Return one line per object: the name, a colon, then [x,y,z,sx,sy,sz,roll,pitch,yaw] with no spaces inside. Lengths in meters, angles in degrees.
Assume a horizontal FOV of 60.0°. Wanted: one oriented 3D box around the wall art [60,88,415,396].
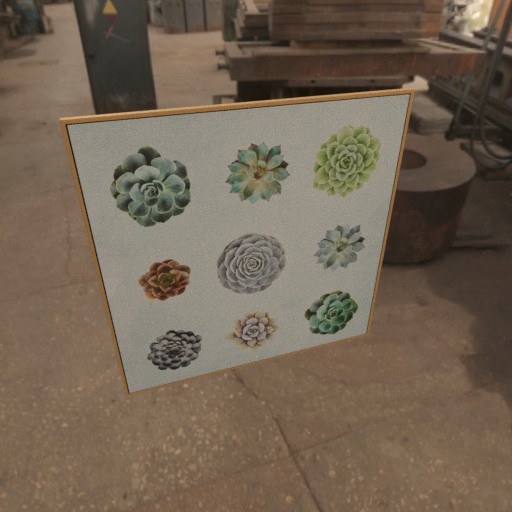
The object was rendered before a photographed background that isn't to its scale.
wall art: [0.000,0.000,0.970,0.657,0.655,0.014,-10,35,-16]
